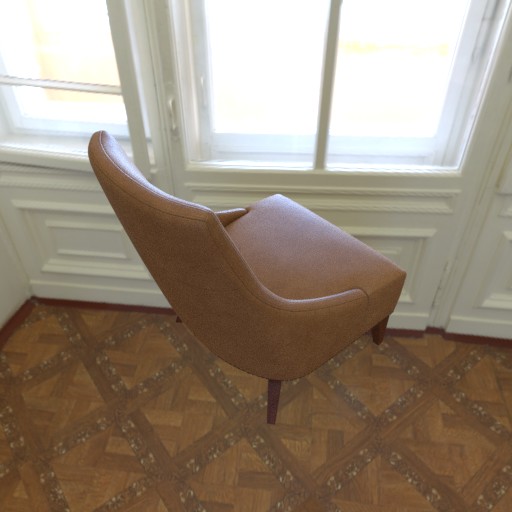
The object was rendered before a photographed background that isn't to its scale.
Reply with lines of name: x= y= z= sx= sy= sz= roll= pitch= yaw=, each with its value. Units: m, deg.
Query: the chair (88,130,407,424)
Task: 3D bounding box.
chair: x=0.000 y=0.000 z=1.501 sx=0.861 sy=0.909 sz=0.701 roll=-27 pitch=47 yaw=-29
